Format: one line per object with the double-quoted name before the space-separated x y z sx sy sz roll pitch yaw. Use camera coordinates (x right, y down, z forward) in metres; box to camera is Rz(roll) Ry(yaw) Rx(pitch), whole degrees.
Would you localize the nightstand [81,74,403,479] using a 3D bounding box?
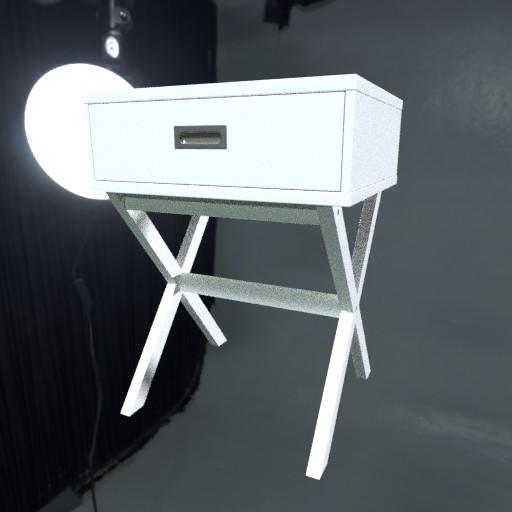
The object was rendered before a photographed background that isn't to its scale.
"nightstand" 0.000 0.000 0.917 0.479 0.623 0.402 7 16 25
